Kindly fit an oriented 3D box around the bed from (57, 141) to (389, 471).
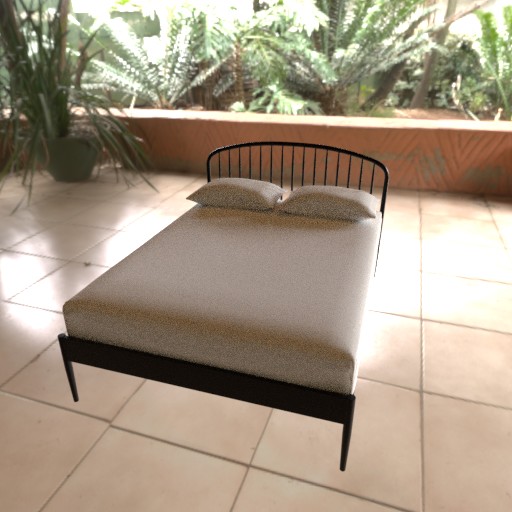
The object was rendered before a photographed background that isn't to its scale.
[{"bbox_3d":[0.000,0.000,3.082,1.618,1.166,2.159,8,27,16],"label":"bed"}]
